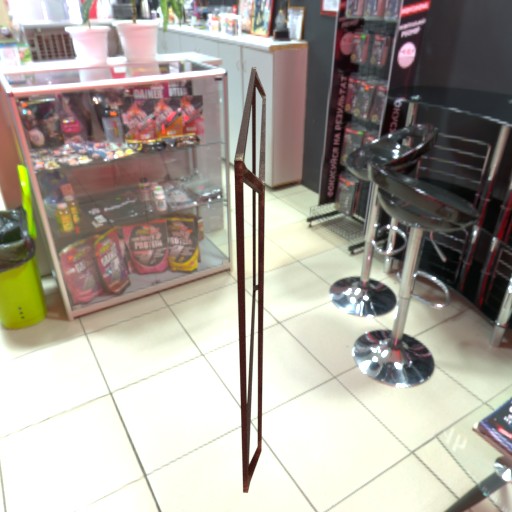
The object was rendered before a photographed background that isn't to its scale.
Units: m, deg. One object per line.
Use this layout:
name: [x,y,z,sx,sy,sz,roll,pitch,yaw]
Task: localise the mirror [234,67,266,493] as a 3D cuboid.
mirror: [0.000,0.000,0.885,0.032,0.610,0.610,1,32,1]
